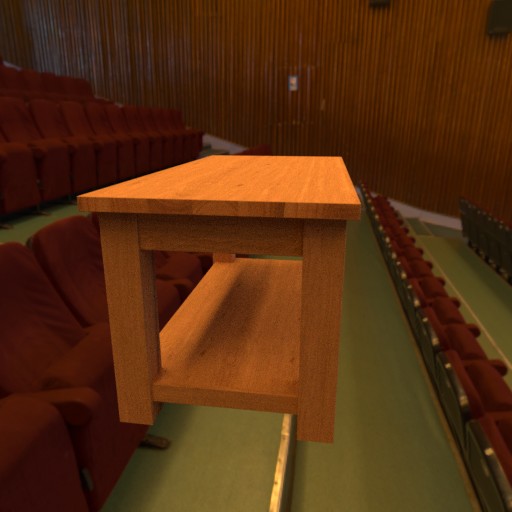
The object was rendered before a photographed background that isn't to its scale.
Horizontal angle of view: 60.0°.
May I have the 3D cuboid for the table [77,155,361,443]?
[{"bbox_3d":[0.000,0.000,1.175,0.450,0.452,0.899,3,17,8],"label":"table"}]
